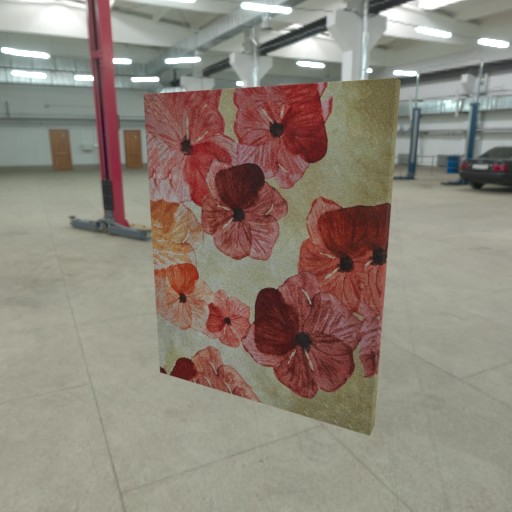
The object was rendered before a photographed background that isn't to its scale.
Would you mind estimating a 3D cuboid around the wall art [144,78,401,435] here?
[{"bbox_3d":[0.000,0.000,0.712,0.406,0.508,0.028,8,16,27],"label":"wall art"}]
